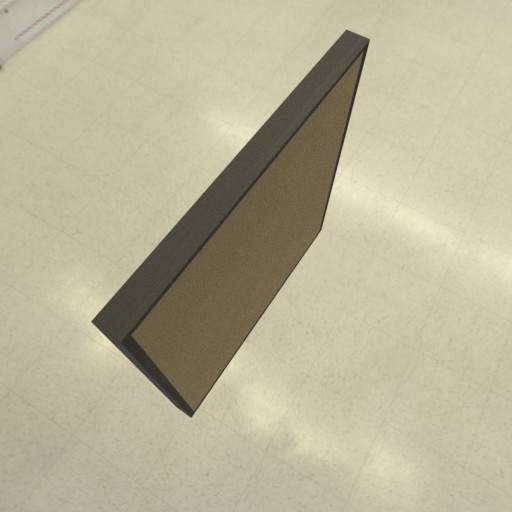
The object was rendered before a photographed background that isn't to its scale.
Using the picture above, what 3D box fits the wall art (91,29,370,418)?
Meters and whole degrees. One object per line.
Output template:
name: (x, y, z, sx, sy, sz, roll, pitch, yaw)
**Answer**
wall art: (0.000, 0.000, 0.737, 0.037, 0.507, 0.509, 30, 67, 15)
